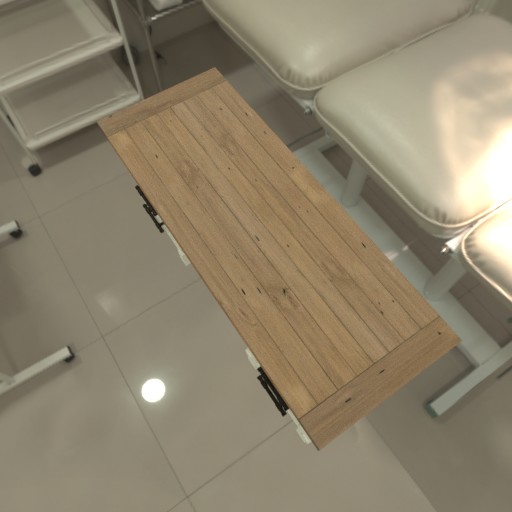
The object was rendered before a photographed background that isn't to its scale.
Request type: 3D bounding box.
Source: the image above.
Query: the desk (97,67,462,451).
[{"bbox_3d":[0.000,0.000,2.286,0.688,0.760,1.803,-31,67,-15],"label":"desk"}]
